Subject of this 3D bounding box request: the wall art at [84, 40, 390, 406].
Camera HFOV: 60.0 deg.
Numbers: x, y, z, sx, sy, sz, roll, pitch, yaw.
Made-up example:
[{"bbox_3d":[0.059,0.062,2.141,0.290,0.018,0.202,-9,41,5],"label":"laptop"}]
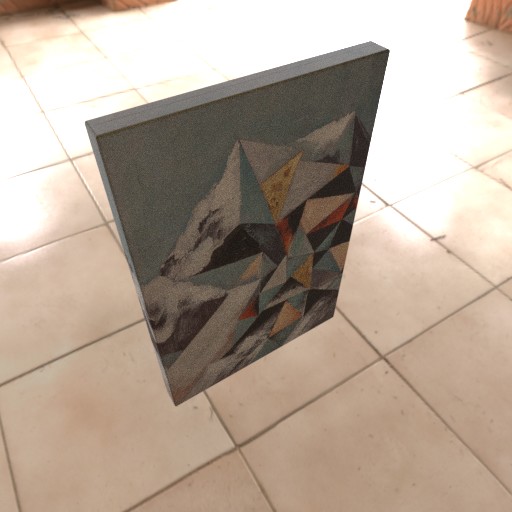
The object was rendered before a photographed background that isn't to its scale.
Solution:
[{"bbox_3d":[0.000,0.000,1.124,0.609,0.911,0.061,-25,51,-22],"label":"wall art"}]
